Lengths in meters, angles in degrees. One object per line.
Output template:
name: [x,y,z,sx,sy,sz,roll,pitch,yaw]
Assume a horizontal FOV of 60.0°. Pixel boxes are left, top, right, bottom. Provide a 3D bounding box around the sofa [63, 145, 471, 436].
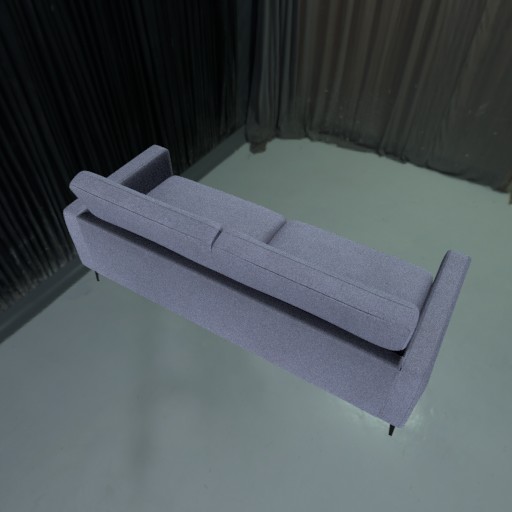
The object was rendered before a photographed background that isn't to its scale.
sofa: [0.000,0.000,2.311,1.925,0.828,0.774,23,50,21]
